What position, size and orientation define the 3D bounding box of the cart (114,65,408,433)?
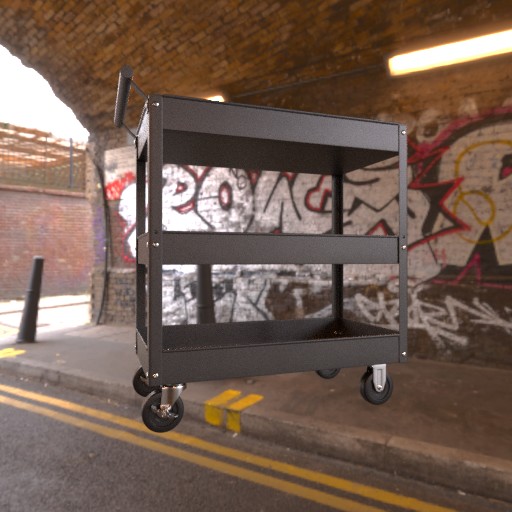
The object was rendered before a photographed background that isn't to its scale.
[{"bbox_3d":[0.000,0.000,1.194,0.719,0.780,0.366,0,0,-20],"label":"cart"}]
